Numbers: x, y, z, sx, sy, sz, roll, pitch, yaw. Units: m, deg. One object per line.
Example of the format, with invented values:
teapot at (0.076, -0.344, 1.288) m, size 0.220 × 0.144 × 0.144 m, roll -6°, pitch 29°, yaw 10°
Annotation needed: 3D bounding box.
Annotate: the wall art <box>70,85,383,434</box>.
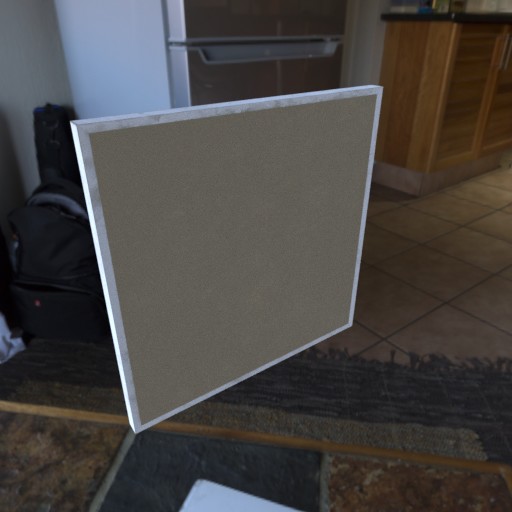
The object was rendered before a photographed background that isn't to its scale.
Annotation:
wall art at (0.000, 0.000, 1.128) m, size 0.760 × 0.757 × 0.038 m, roll -19°, pitch 34°, yaw -30°
